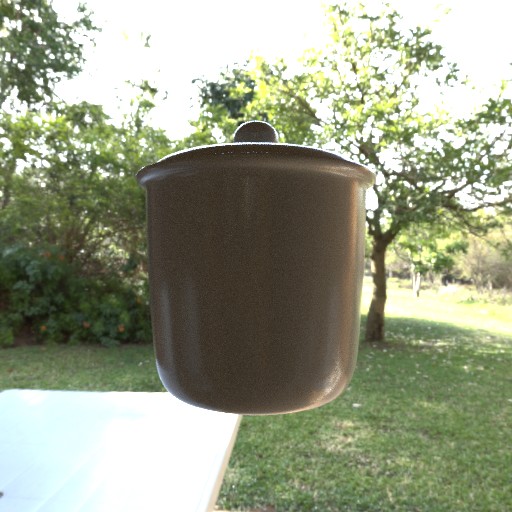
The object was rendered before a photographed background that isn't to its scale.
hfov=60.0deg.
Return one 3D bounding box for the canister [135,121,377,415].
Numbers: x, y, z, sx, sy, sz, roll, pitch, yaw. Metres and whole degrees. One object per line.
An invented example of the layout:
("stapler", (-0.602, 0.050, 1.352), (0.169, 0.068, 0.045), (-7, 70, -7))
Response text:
("canister", (0.000, 0.000, 0.345), (0.182, 0.208, 0.182), (0, -1, 0))
